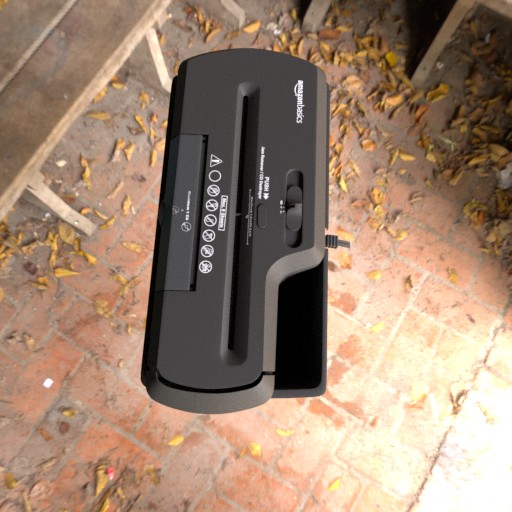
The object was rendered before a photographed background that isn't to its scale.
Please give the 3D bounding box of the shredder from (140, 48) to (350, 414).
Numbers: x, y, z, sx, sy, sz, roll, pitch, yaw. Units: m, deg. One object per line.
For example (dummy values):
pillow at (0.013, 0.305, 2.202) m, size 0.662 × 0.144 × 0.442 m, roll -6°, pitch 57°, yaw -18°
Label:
shredder at (0.000, 0.000, 0.516) m, size 0.170 × 0.335 × 0.320 m, roll 3°, pitch 76°, yaw 1°
